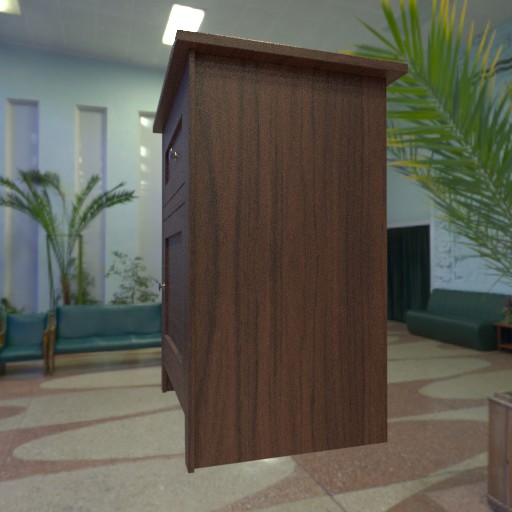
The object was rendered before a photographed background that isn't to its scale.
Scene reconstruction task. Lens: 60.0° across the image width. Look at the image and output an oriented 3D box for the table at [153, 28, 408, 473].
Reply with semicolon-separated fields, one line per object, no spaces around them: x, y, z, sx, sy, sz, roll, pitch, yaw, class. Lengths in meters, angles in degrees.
0.000;0.000;0.906;0.381;0.636;0.480;0;-1;-17;table
